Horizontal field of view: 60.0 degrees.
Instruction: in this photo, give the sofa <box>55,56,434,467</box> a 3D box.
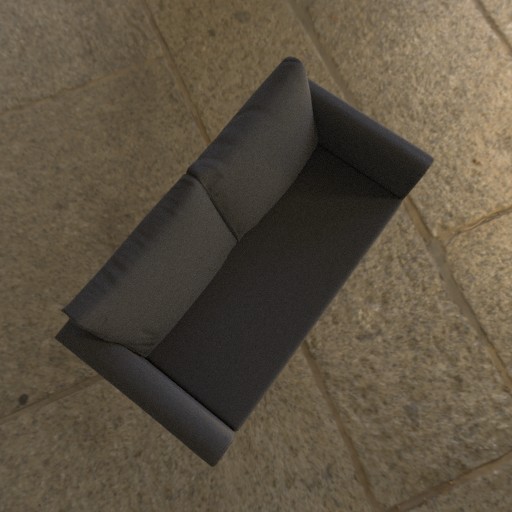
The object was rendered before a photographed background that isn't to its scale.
[{"bbox_3d":[0.000,0.000,1.875,0.741,0.872,1.460,36,78,9],"label":"sofa"}]
